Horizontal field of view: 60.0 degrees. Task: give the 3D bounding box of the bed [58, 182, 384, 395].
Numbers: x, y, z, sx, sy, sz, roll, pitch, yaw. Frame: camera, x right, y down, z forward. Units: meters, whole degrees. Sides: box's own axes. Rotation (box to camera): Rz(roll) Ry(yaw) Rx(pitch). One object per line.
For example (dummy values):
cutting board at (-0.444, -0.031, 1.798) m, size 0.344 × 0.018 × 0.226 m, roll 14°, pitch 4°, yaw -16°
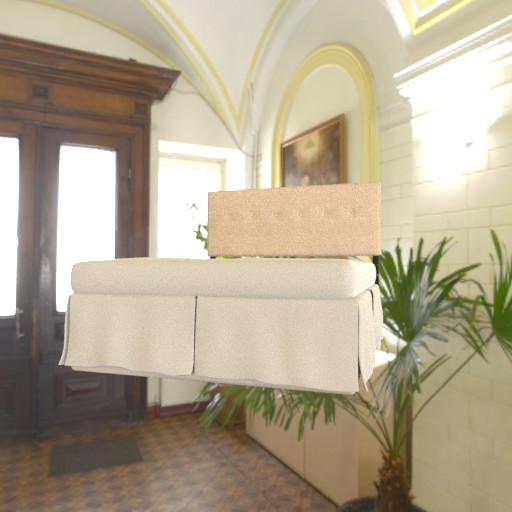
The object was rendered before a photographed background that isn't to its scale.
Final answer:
bed at (0.000, 0.000, 3.049) m, size 1.643 × 1.270 × 1.978 m, roll 0°, pitch -1°, yaw 18°
